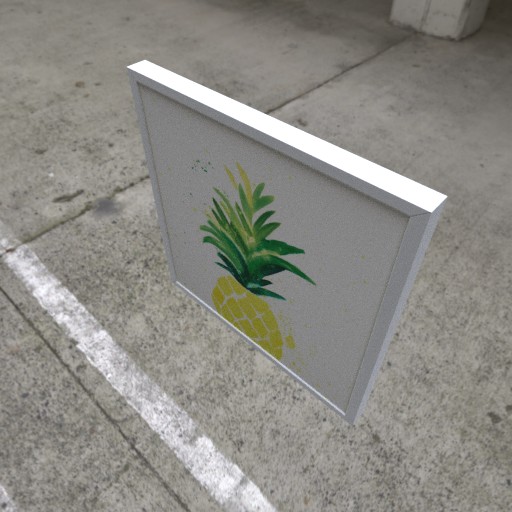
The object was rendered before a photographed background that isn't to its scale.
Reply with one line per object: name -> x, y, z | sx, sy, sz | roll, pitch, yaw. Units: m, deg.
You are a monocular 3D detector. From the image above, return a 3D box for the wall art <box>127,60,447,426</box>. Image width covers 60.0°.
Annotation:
wall art -> 0.000, 0.000, 0.753 | 0.508, 0.507, 0.035 | 34, 55, 28
